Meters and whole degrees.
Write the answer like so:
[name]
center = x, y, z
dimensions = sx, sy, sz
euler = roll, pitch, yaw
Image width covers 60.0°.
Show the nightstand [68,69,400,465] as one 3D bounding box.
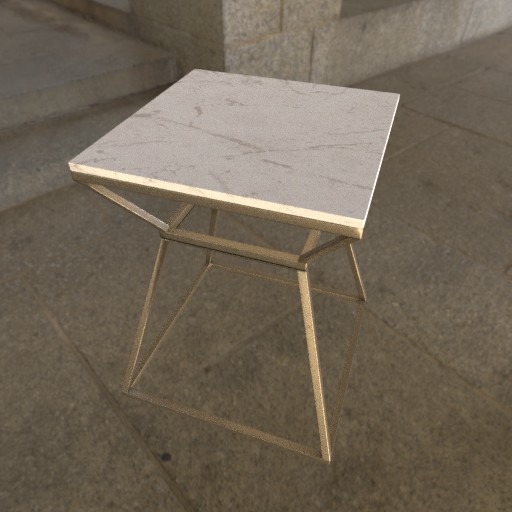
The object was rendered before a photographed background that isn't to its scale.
[nightstand]
center = 0.000, 0.000, 0.882
dimensions = 0.455, 0.554, 0.455
euler = 13, 43, 14
